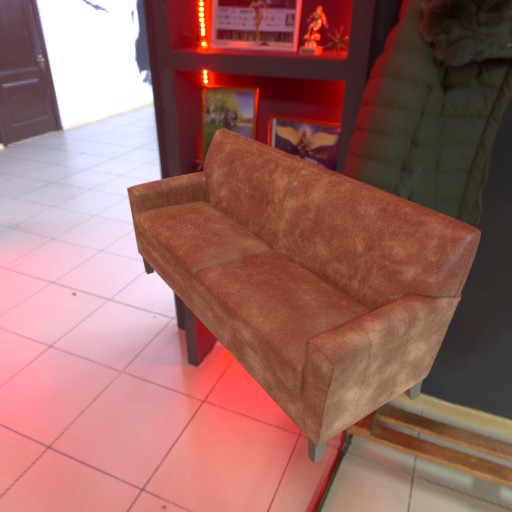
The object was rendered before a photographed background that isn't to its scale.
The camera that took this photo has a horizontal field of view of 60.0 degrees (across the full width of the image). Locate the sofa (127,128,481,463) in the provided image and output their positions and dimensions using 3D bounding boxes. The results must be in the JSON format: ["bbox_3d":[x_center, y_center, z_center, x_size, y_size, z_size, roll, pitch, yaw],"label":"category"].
[{"bbox_3d":[0.000,0.000,2.523,0.805,0.947,2.053,-18,34,-29],"label":"sofa"}]
